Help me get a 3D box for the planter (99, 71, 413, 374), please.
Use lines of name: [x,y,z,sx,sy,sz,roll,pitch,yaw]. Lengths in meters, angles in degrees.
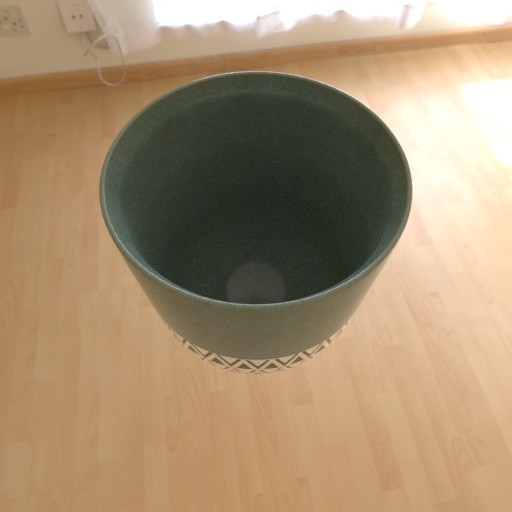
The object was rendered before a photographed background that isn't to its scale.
planter: [0.000,0.000,0.375,0.198,0.214,0.198,0,58,0]
